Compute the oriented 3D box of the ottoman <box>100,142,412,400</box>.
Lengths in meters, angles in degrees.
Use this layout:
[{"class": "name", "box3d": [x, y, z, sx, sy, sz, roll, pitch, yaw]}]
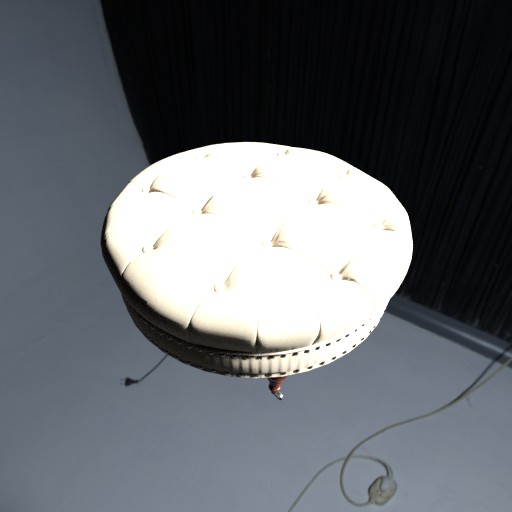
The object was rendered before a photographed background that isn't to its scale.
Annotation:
[{"class": "ottoman", "box3d": [0.000, 0.000, 1.412, 0.901, 0.439, 0.901, 0, 41, 0]}]
